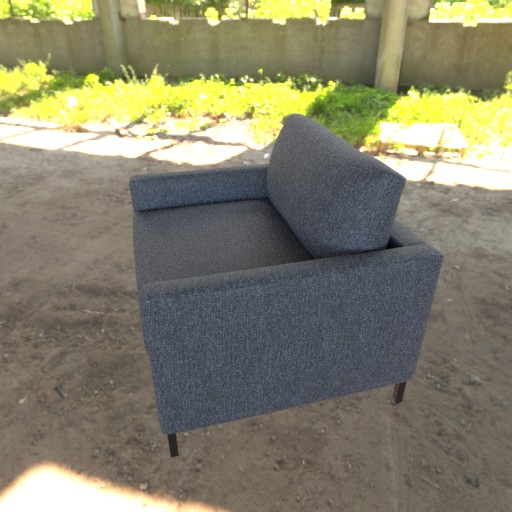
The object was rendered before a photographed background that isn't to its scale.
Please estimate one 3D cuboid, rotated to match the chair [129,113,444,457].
[{"bbox_3d":[0.000,0.000,1.637,0.866,0.861,0.963,-8,30,-14],"label":"chair"}]
